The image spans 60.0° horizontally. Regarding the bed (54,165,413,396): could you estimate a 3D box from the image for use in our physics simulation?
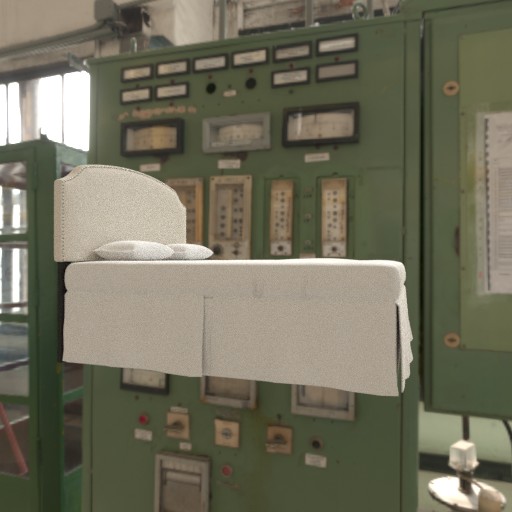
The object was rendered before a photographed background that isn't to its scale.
[{"bbox_3d":[0.000,0.000,2.995,1.999,1.270,1.558,0,0,19],"label":"bed"}]
